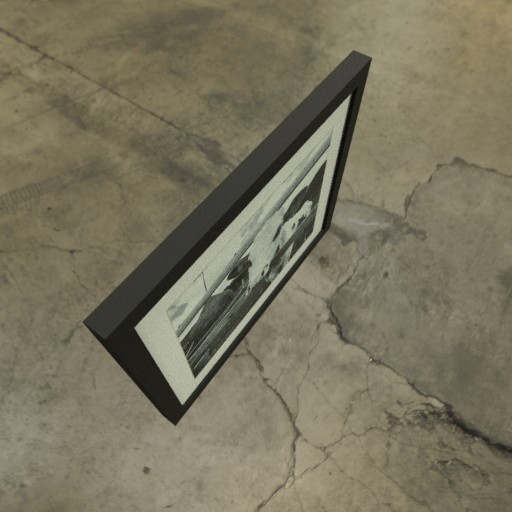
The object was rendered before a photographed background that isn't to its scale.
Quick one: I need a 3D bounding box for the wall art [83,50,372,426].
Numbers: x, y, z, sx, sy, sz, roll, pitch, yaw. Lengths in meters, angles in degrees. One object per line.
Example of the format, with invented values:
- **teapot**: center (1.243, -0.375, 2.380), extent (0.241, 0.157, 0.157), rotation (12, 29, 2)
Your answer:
- **wall art**: center (0.000, 0.000, 0.549), extent (0.024, 0.329, 0.404), rotation (32, 64, 18)
